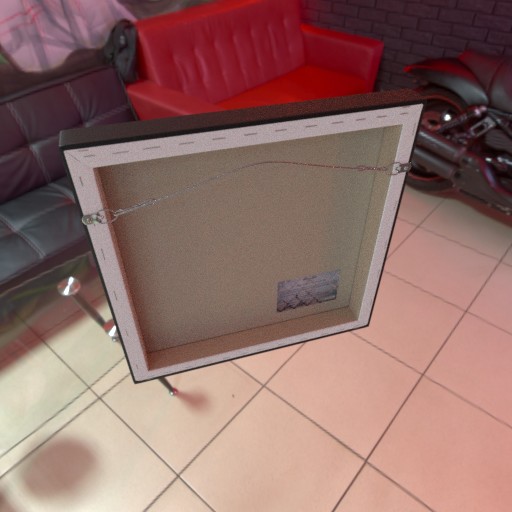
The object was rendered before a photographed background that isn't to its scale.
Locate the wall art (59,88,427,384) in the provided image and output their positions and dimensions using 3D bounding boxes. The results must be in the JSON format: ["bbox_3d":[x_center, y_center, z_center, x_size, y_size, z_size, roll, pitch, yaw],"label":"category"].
[{"bbox_3d":[0.000,0.000,0.612,0.406,0.407,0.041,-11,42,-13],"label":"wall art"}]
